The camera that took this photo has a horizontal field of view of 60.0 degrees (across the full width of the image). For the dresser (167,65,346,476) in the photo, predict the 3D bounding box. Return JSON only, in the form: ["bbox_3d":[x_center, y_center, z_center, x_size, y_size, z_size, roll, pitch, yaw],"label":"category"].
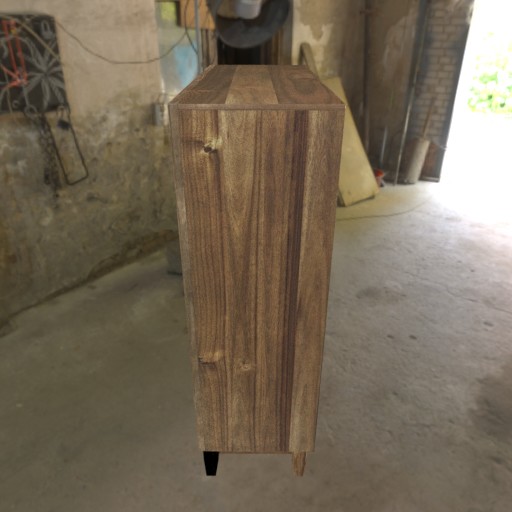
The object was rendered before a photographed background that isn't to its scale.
[{"bbox_3d":[0.000,0.000,1.861,0.442,1.393,1.062,0,28,0],"label":"dresser"}]
